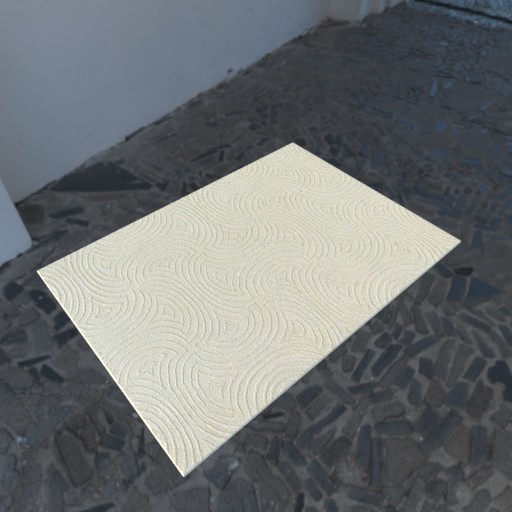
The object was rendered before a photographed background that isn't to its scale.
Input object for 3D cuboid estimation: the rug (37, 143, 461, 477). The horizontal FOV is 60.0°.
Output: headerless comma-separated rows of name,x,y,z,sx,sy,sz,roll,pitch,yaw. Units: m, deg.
rug,0.000,0.000,2.728,2.132,0.015,1.526,-32,54,-27
